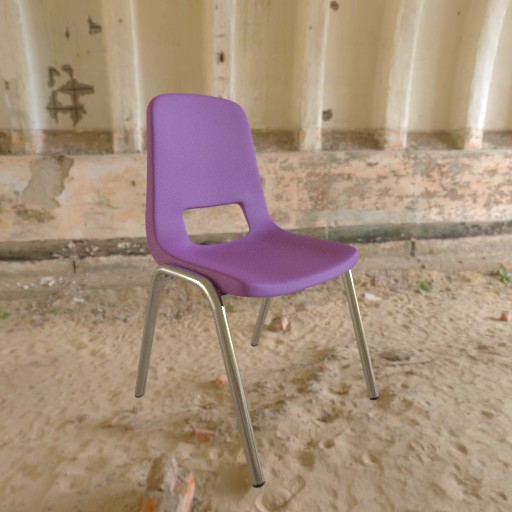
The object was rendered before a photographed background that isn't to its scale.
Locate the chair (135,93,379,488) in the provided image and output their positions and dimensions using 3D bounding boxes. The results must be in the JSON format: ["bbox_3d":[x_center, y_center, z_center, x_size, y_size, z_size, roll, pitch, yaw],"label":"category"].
[{"bbox_3d":[0.000,0.000,0.687,0.291,0.493,0.301,-14,20,-43],"label":"chair"}]
